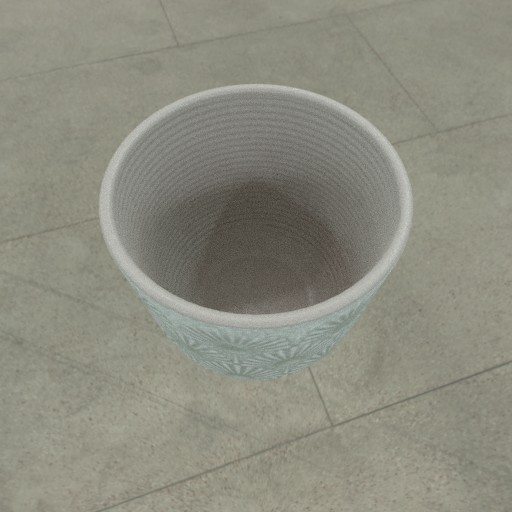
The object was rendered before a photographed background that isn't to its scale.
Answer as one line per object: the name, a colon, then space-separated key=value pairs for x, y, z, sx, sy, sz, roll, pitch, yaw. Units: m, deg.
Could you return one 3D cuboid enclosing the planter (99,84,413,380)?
planter: x=0.000 y=0.000 z=0.305 sx=0.170 sy=0.152 sz=0.170 roll=0 pitch=58 yaw=0
